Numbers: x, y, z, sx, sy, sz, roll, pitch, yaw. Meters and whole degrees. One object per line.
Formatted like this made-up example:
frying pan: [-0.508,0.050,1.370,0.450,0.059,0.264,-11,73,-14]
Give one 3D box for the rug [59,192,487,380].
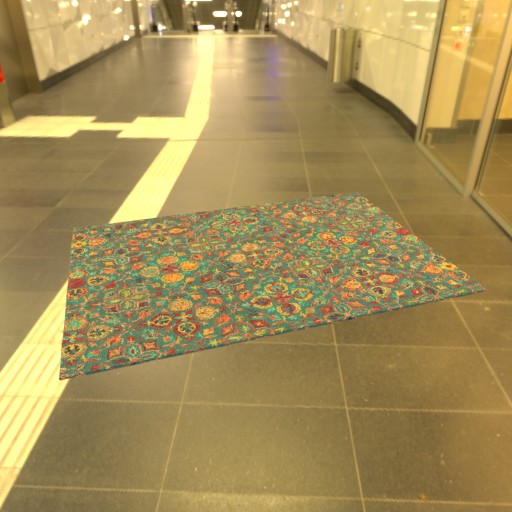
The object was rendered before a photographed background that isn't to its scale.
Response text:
rug: [0.000,0.000,2.860,2.290,0.016,1.527,-9,32,-15]
